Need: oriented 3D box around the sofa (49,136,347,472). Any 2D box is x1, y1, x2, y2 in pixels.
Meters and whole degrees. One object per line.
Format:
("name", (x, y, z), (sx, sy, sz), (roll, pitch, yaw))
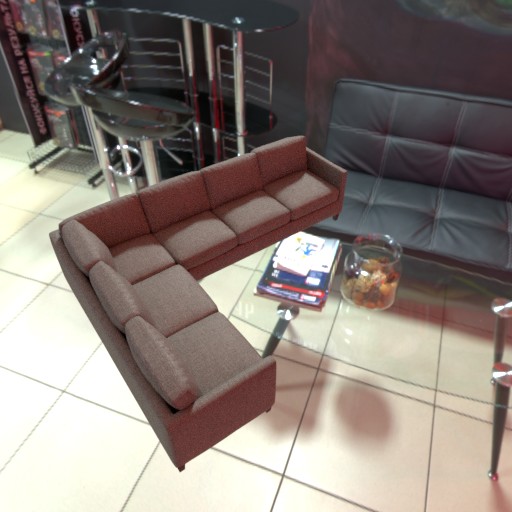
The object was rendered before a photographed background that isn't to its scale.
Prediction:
("sofa", (0.000, 0.000, 4.512), (3.302, 0.947, 2.593), (-26, 48, -26))
